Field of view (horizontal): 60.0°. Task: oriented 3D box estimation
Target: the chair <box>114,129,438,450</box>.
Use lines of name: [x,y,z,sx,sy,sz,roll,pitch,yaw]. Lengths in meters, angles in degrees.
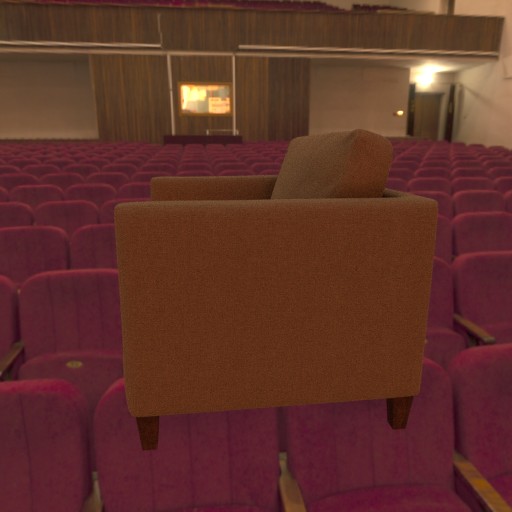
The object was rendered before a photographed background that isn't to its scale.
chair: [0.000,0.000,1.792,0.959,0.963,1.107,-2,14,-7]
